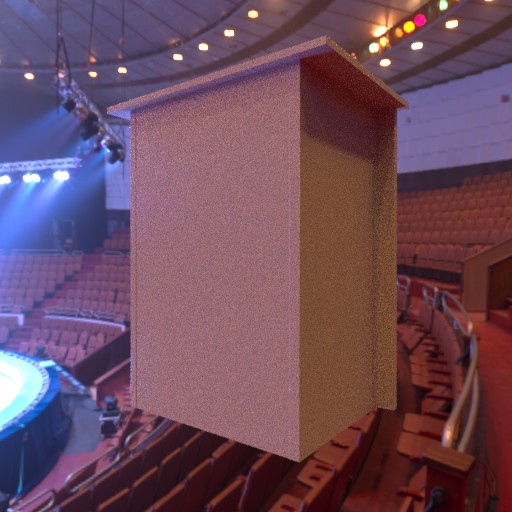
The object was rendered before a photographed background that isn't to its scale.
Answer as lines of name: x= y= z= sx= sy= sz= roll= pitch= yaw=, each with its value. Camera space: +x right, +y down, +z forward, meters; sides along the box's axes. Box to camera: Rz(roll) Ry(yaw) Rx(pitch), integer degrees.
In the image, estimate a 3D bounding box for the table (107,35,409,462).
table: x=0.000 y=0.000 z=1.052 sx=0.589 sy=0.711 sz=0.406 roll=0 pitch=1 yaw=37
